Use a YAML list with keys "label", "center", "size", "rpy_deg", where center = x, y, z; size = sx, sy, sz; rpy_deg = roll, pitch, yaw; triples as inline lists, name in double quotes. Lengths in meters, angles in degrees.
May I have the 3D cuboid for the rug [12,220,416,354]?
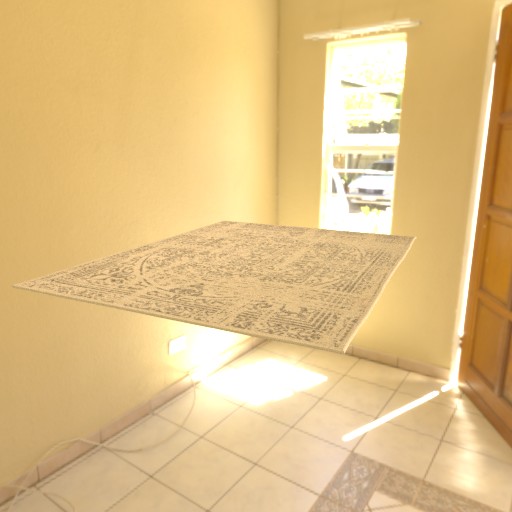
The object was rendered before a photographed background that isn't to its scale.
- label: "rug"
  center: [0.000, 0.000, 3.804]
  size: [2.311, 0.032, 2.921]
  rpy_deg: [7, 16, 25]
